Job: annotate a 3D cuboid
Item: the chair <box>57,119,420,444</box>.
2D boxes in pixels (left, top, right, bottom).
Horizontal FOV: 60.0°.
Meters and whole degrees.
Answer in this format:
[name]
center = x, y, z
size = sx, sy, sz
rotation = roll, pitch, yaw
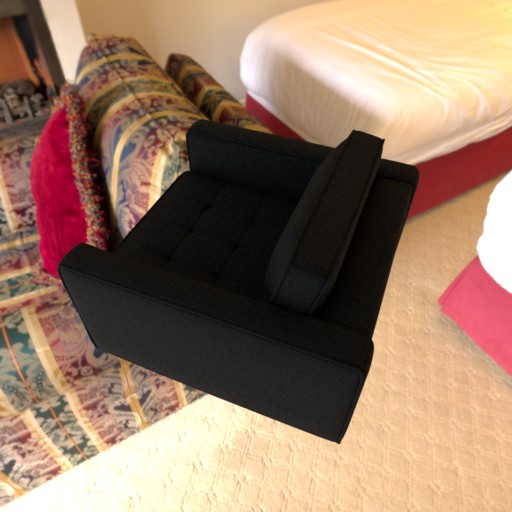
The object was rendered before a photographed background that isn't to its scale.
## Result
[chair]
center = 0.000, 0.000, 1.566
size = 0.920, 0.770, 0.899
rotation = 17, 49, 15
